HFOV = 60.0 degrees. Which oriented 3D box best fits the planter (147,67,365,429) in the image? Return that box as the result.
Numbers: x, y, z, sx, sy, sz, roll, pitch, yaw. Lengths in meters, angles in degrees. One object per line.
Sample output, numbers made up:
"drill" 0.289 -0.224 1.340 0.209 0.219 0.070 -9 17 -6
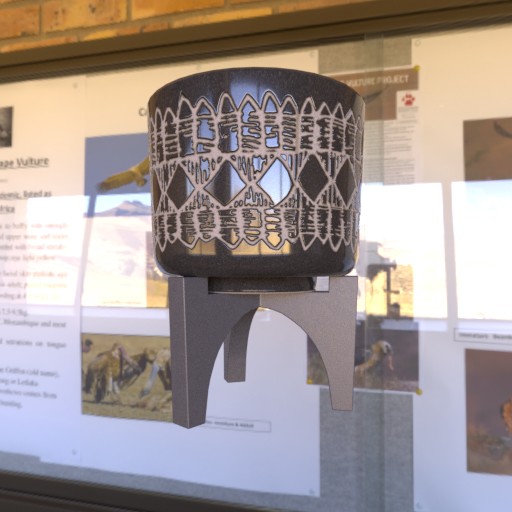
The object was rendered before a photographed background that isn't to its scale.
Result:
"planter" 0.000 0.000 0.406 0.196 0.264 0.196 0 -1 -17
